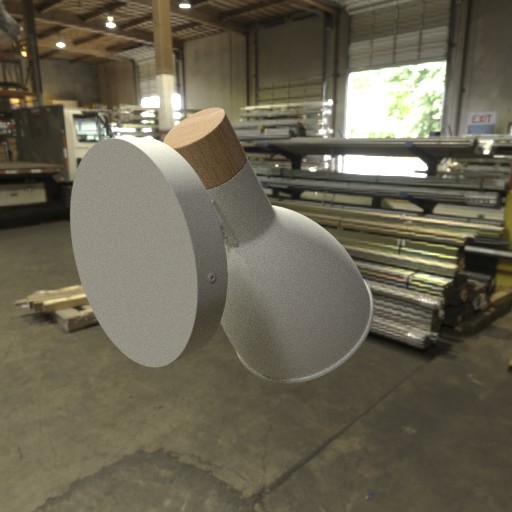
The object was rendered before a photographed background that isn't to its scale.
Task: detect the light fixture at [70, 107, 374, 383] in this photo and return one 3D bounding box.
[{"bbox_3d":[0.000,0.000,0.318,0.127,0.199,0.209,14,20,42],"label":"light fixture"}]
